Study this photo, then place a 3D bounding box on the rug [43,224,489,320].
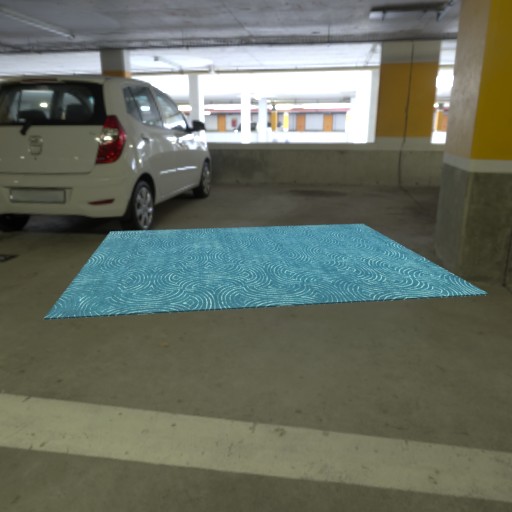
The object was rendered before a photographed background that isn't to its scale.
[{"bbox_3d":[0.000,0.000,4.133,3.033,0.012,2.432,-2,16,-8],"label":"rug"}]
